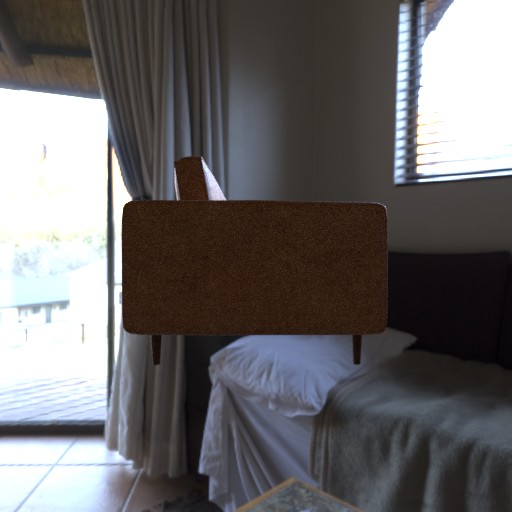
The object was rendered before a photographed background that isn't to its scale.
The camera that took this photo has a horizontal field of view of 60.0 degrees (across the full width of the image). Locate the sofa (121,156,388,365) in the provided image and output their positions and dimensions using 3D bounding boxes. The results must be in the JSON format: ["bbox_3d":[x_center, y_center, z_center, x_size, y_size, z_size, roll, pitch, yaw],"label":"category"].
[{"bbox_3d":[0.000,0.000,2.562,0.919,0.770,2.200,0,1,0],"label":"sofa"}]
